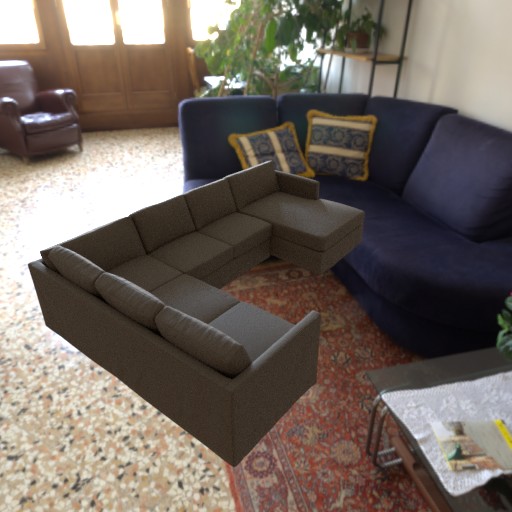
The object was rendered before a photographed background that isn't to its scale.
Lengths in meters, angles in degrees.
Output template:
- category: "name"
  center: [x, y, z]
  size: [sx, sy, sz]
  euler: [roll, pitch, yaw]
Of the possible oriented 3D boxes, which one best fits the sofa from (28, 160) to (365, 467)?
- category: "sofa"
  center: [0.000, 0.000, 4.539]
  size: [2.427, 0.882, 3.460]
  euler: [21, 36, 33]
